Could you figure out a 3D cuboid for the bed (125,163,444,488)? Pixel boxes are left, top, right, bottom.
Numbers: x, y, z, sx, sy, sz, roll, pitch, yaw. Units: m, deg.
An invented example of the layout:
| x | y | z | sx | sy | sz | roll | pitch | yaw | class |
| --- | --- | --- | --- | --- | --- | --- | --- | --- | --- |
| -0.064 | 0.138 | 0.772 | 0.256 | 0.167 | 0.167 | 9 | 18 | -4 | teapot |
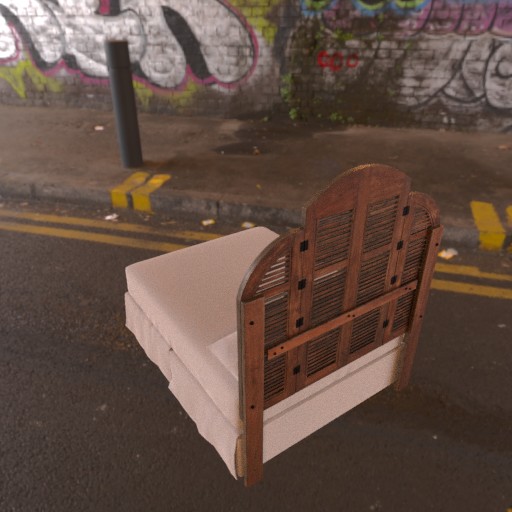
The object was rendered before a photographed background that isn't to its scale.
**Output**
| x | y | z | sx | sy | sz | roll | pitch | yaw | class |
| --- | --- | --- | --- | --- | --- | --- | --- | --- | --- |
| 0.000 | 0.000 | 3.568 | 1.713 | 2.019 | 2.138 | -19 | 34 | -30 | bed |
